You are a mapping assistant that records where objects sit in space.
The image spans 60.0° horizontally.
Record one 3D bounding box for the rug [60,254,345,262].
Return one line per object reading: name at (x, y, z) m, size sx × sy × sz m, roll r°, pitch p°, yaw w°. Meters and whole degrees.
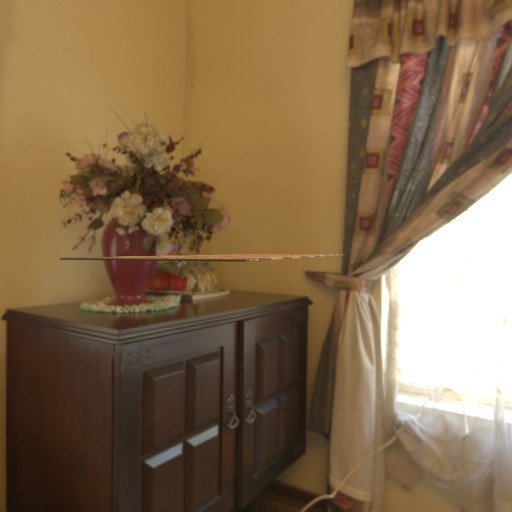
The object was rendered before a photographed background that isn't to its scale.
rug at (0.000, 0.000, 2.726) m, size 0.760 × 0.009 × 2.440 m, roll 0°, pitch 1°, yaw 19°
